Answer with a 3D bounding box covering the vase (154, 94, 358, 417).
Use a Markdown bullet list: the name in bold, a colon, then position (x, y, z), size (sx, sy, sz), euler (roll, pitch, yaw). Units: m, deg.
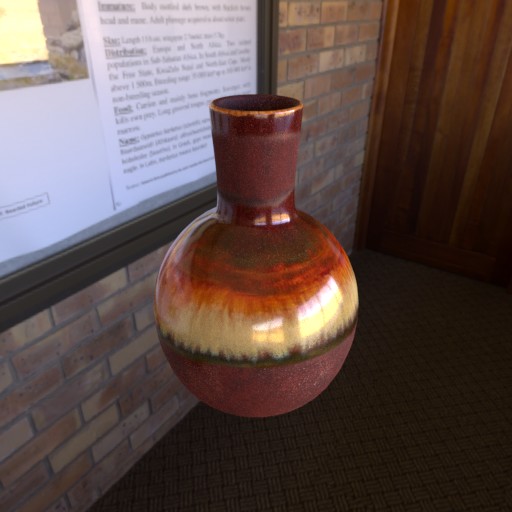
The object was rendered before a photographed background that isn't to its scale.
- **vase**: position (0.000, 0.000, 0.231), size (0.111, 0.154, 0.111), euler (0, 30, 0)
